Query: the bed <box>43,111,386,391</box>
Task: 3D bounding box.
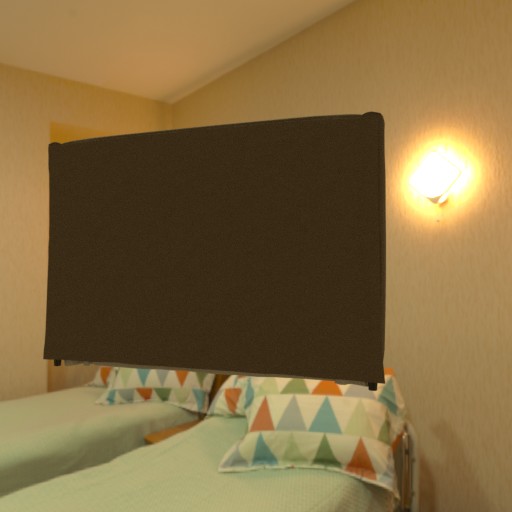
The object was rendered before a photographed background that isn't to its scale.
[{"bbox_3d":[0.000,0.000,3.401,1.925,1.332,2.276,0,-1,17],"label":"bed"}]
